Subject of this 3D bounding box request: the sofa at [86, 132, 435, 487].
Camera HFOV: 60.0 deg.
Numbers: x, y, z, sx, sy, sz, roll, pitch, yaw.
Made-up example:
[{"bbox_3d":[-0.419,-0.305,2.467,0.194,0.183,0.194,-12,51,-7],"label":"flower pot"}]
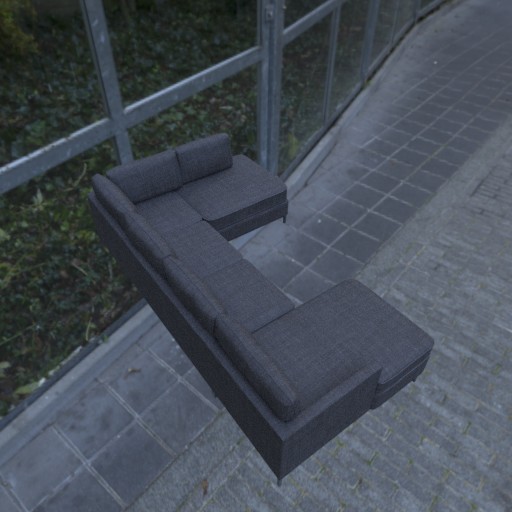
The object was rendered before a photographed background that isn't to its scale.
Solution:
[{"bbox_3d":[0.000,0.000,4.310,2.048,0.999,3.423,-26,48,-26],"label":"sofa"}]
